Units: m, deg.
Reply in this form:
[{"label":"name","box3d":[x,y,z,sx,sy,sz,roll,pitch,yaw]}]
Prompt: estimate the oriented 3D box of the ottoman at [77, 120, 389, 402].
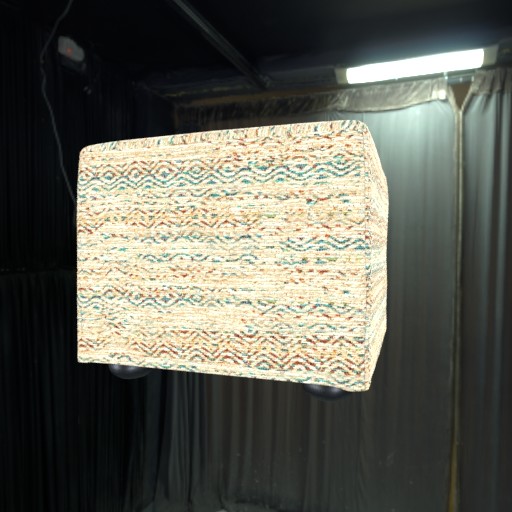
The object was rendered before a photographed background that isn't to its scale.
[{"label":"ottoman","box3d":[0.000,0.000,0.944,0.521,0.453,0.512,0,1,19]}]
